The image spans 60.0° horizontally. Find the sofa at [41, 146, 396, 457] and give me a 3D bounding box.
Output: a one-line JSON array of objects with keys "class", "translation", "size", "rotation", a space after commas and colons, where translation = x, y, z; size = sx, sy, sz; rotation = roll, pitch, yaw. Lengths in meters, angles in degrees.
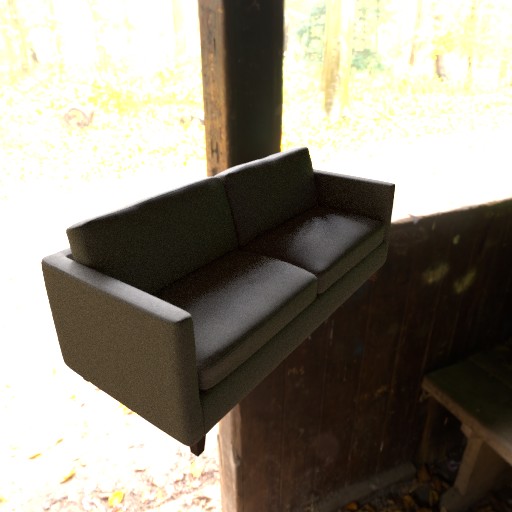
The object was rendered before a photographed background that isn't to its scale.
[{"class": "sofa", "translation": [0.000, 0.000, 2.734], "size": [0.956, 0.963, 2.208], "rotation": [18, 31, 32]}]
